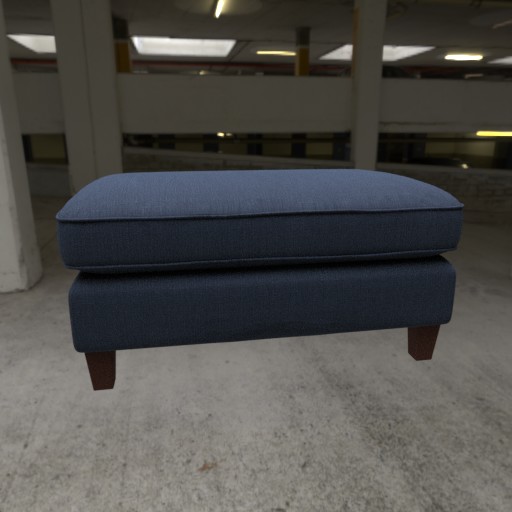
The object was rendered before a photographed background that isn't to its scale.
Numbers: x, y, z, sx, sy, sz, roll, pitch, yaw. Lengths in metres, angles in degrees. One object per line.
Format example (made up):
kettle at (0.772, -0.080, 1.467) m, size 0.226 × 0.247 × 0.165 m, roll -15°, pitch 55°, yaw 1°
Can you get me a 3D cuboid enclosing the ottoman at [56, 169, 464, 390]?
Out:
ottoman at (0.000, 0.000, 1.196) m, size 0.885 × 0.438 × 0.570 m, roll -3°, pitch 17°, yaw -9°
